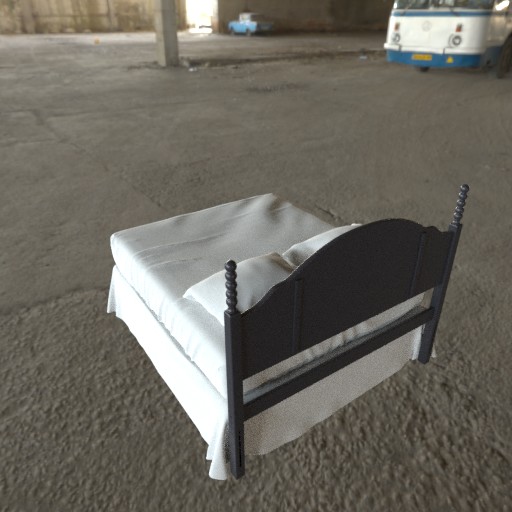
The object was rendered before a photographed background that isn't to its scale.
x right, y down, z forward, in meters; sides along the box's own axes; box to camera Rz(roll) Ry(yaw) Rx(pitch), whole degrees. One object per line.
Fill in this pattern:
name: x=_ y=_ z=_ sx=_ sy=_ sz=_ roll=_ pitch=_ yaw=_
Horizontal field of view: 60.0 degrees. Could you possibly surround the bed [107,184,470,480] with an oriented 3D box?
bed: x=0.000 y=0.000 z=3.221 sx=1.873 sy=1.356 sz=2.040 roll=-18 pitch=34 yaw=-29
